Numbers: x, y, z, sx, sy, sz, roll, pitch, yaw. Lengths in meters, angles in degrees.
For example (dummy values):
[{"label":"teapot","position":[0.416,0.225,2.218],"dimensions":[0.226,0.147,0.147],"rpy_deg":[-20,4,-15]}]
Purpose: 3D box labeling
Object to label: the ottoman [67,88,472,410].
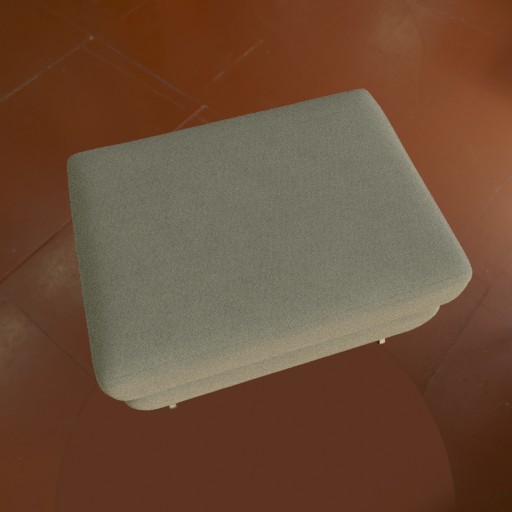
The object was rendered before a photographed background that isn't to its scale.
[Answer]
[{"label":"ottoman","position":[0.000,0.000,1.124],"dimensions":[0.773,0.504,0.569],"rpy_deg":[-15,64,-8]}]
